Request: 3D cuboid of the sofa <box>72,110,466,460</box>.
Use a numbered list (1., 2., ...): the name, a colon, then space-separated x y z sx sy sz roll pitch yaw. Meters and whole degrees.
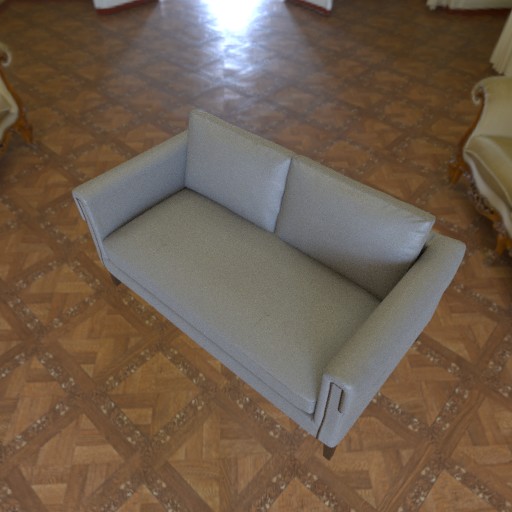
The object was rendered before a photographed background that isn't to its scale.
1. sofa: 0.000 0.000 2.150 1.598 0.873 0.899 32 53 28
